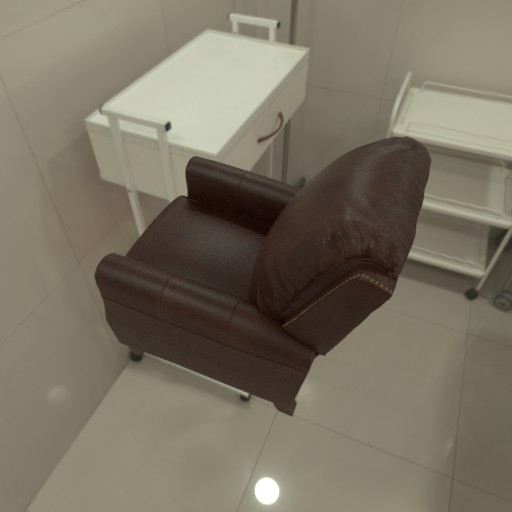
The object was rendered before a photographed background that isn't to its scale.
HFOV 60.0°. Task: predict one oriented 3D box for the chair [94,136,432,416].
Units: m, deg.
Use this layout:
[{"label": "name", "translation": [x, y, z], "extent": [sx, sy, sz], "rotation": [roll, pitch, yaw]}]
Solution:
[{"label": "chair", "translation": [0.000, 0.000, 1.797], "extent": [1.089, 1.022, 0.826], "rotation": [17, 48, 15]}]
